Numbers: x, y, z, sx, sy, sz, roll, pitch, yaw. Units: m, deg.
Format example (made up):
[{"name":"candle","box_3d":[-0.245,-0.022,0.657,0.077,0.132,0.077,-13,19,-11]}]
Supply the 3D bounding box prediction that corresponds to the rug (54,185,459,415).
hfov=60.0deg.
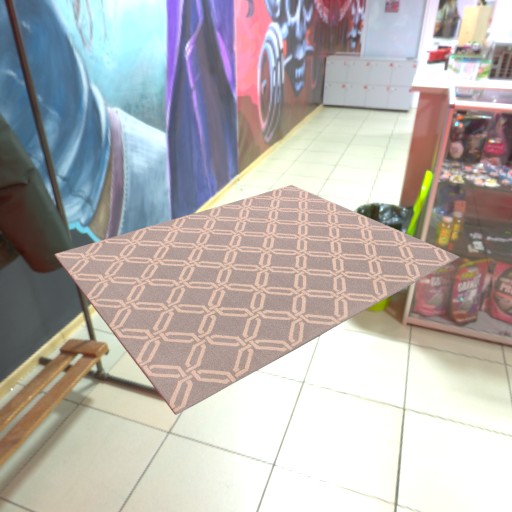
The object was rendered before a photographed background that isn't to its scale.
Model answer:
[{"name":"rug","box_3d":[0.000,0.000,4.030,2.895,0.018,2.288,-21,36,-32]}]
